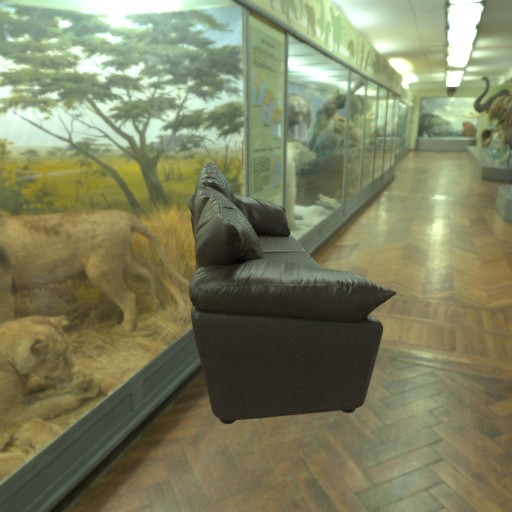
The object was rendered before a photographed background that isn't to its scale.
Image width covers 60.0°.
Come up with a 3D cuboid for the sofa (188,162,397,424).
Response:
[{"bbox_3d":[0.000,0.000,3.000,0.907,1.091,2.390,-2,17,-8],"label":"sofa"}]
